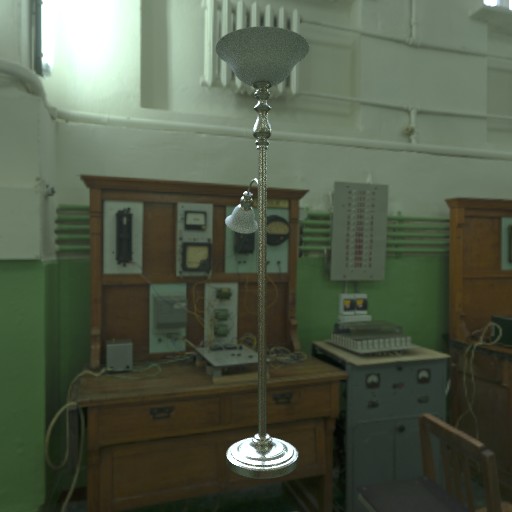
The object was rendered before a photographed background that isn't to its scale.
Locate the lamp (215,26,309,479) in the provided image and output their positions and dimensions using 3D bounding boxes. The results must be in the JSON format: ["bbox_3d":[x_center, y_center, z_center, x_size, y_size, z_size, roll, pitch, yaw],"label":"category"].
[{"bbox_3d":[0.000,0.000,2.007,0.405,1.785,0.575,0,1,-19],"label":"lamp"}]
